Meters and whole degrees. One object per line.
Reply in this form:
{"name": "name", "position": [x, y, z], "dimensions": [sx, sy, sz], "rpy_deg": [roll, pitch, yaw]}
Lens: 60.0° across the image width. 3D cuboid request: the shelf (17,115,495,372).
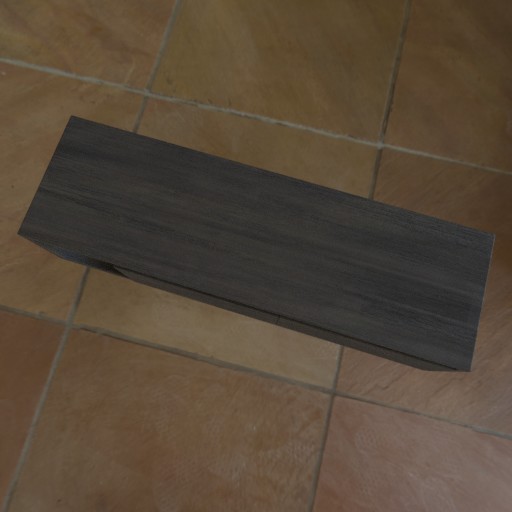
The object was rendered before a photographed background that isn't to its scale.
{"name": "shelf", "position": [0.000, 0.000, 1.495], "dimensions": [1.300, 0.495, 0.400], "rpy_deg": [17, 77, 4]}
